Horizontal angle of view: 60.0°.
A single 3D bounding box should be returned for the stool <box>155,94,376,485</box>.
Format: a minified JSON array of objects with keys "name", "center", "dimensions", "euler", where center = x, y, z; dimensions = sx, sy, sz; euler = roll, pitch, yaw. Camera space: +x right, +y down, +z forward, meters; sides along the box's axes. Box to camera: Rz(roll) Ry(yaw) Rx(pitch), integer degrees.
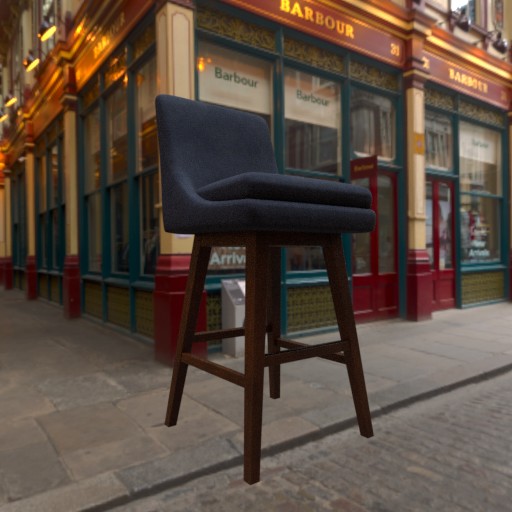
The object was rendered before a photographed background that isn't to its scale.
[{"name":"stool","center":[0.000,0.000,1.385],"dimensions":[0.489,1.068,0.572],"euler":[-1,1,-37]}]
